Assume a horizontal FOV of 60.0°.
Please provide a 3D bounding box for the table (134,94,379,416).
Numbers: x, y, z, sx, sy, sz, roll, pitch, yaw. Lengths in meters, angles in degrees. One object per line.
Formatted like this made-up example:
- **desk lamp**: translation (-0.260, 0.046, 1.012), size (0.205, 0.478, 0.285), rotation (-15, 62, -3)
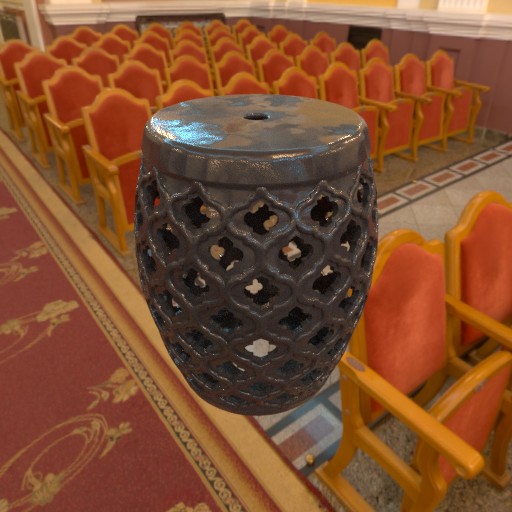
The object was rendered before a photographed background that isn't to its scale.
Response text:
- **table**: translation (0.000, 0.000, 0.626), size (0.325, 0.388, 0.325), rotation (0, 32, 0)
